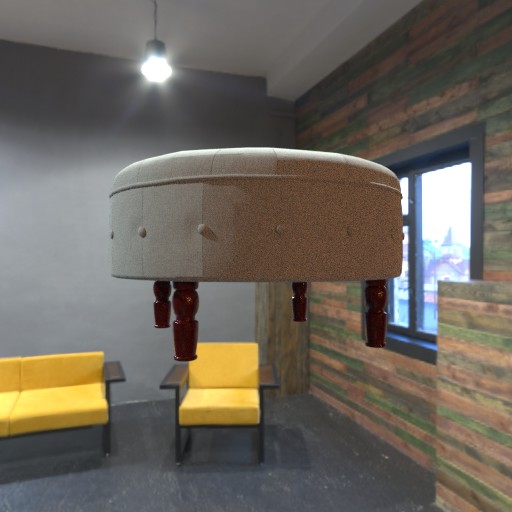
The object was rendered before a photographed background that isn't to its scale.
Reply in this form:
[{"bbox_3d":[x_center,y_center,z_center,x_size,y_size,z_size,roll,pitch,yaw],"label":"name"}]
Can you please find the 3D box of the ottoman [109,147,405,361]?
[{"bbox_3d":[0.000,0.000,1.347,0.850,0.483,0.850,0,0,0],"label":"ottoman"}]
